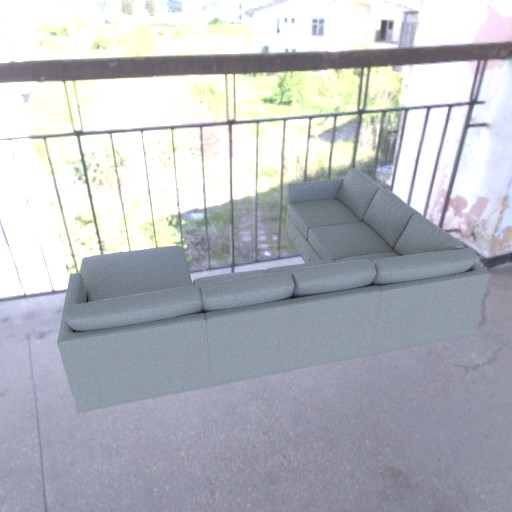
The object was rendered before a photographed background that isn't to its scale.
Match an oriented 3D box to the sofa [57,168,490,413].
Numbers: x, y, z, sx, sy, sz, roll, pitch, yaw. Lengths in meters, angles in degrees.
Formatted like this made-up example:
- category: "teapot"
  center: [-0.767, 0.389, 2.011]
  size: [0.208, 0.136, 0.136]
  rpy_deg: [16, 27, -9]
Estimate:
- category: "sofa"
  center: [0.000, 0.000, 4.472]
  size: [3.460, 0.882, 2.427]
  rpy_deg: [-8, 31, -13]
